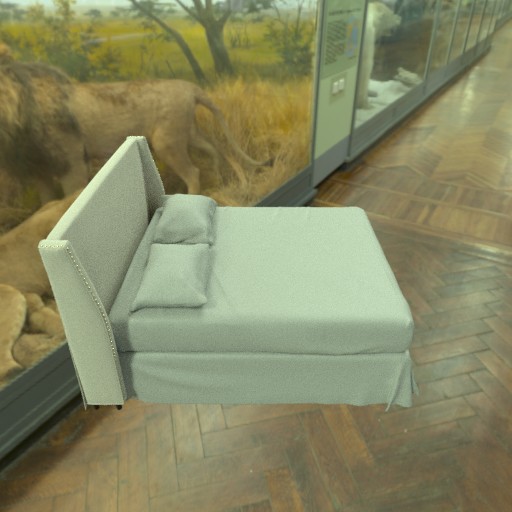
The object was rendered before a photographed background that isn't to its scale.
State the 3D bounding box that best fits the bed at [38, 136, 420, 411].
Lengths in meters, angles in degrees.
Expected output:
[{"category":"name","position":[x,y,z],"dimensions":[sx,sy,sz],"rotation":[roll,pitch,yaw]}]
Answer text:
[{"category":"bed","position":[0.000,0.000,3.424],"dimensions":[2.276,1.332,1.925],"rotation":[0,32,0]}]
